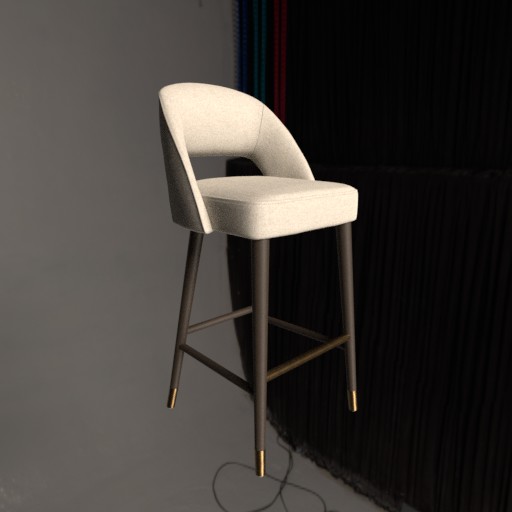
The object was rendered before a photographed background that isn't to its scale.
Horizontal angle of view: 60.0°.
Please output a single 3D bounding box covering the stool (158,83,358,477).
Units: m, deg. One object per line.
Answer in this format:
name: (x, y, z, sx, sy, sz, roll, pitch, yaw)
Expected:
stool: (0.000, 0.000, 1.364, 0.494, 1.037, 0.509, -13, 19, -42)
